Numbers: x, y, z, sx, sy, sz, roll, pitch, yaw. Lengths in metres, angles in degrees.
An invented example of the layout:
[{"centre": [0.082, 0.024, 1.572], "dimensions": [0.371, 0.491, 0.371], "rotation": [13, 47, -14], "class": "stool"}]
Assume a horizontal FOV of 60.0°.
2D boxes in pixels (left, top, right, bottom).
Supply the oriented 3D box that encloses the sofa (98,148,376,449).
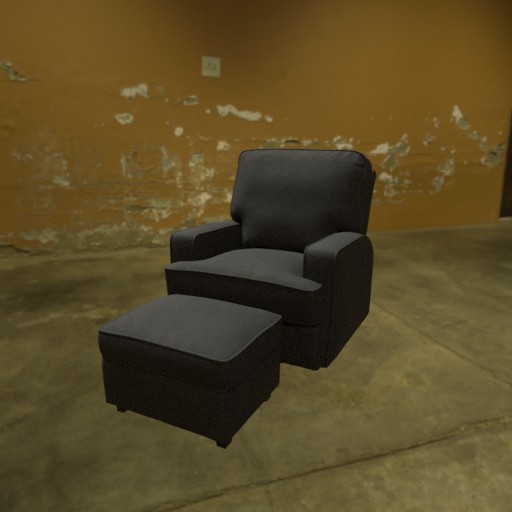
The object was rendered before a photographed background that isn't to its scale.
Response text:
[{"centre": [0.000, 0.000, 2.055], "dimensions": [0.861, 0.959, 1.472], "rotation": [7, 16, 26], "class": "sofa"}]
